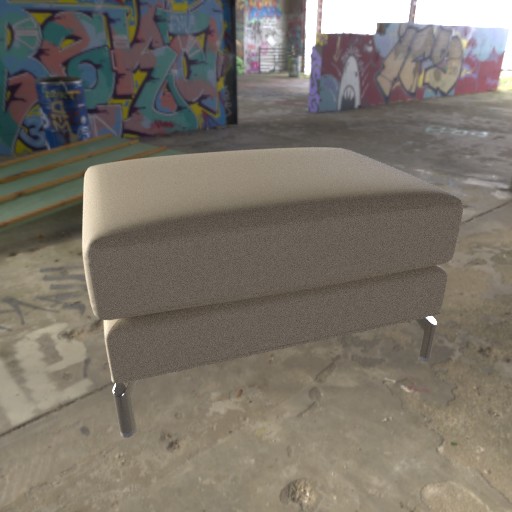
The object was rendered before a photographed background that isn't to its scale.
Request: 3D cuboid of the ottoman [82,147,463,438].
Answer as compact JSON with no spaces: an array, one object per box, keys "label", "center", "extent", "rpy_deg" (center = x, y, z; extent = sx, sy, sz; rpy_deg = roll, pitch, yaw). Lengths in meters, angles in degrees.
[{"label":"ottoman","center":[0.000,0.000,1.210],"extent":[0.835,0.497,0.581],"rpy_deg":[-8,27,-17]}]
